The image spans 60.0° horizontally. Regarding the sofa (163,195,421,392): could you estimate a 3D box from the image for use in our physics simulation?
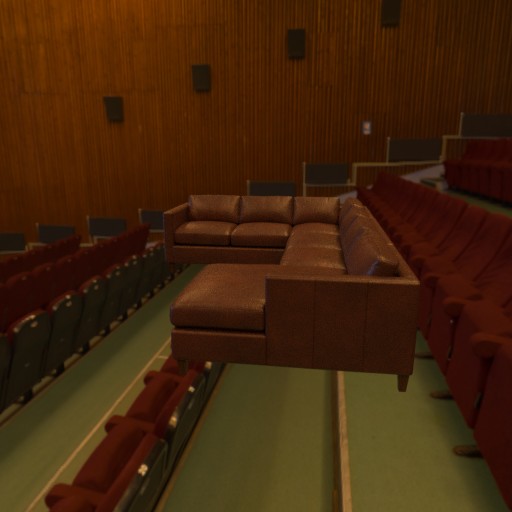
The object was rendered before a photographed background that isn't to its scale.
[{"bbox_3d":[0.000,0.000,4.434,2.452,0.891,3.324,2,14,8],"label":"sofa"}]
